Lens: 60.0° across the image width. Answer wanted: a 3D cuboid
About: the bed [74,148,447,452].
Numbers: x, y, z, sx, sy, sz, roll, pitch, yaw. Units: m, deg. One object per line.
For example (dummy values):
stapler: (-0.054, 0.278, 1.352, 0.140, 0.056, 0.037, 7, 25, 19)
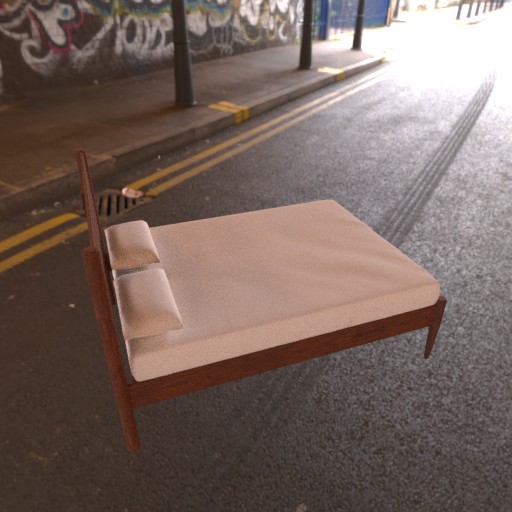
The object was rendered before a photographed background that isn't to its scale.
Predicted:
bed: (0.000, 0.000, 3.071, 2.093, 1.304, 1.509, -11, 33, -17)
